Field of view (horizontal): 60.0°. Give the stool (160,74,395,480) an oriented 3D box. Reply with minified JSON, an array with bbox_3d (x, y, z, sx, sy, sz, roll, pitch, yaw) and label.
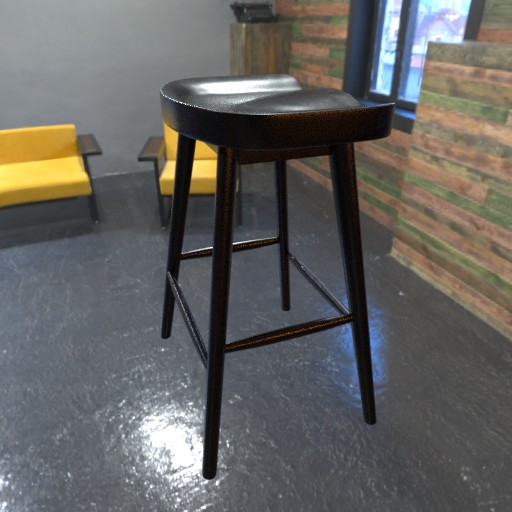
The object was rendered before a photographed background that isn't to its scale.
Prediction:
[{"bbox_3d":[0.000,0.000,0.867,0.361,0.615,0.440,-10,30,-18],"label":"stool"}]
